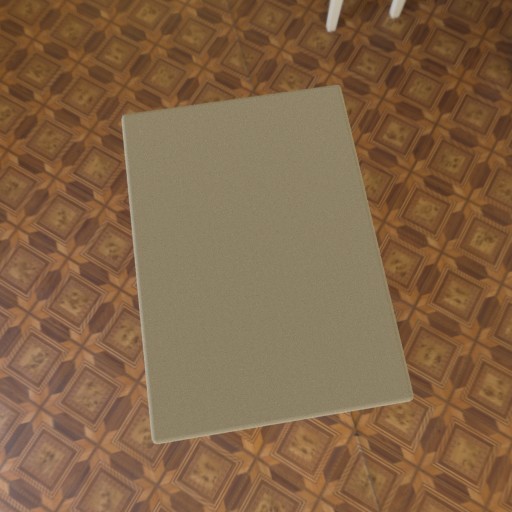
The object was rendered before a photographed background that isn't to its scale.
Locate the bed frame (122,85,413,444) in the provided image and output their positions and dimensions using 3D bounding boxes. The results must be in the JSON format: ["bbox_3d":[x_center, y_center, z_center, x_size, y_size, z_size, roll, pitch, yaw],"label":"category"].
[{"bbox_3d":[0.000,0.000,3.744,2.205,0.680,2.842,-2,76,0],"label":"bed frame"}]
